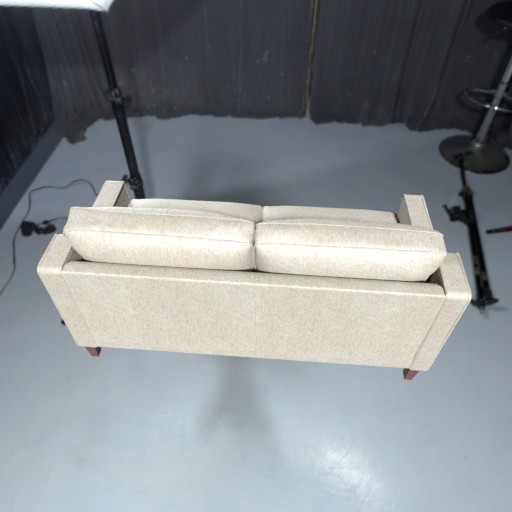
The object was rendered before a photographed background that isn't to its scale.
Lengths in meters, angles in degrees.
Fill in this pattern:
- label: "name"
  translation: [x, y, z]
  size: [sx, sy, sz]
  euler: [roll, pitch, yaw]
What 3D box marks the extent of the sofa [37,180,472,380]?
- label: "sofa"
  translation: [0.000, 0.000, 2.817]
  size: [2.181, 1.074, 1.073]
  euler: [3, 47, 3]
